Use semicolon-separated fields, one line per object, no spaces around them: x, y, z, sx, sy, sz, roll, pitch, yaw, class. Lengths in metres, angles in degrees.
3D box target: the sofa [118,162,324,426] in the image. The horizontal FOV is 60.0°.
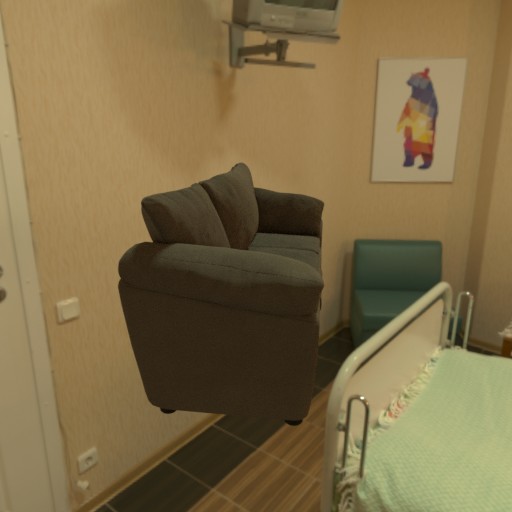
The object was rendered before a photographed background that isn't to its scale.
0.000;0.000;2.917;0.878;1.073;2.336;2;16;8;sofa
